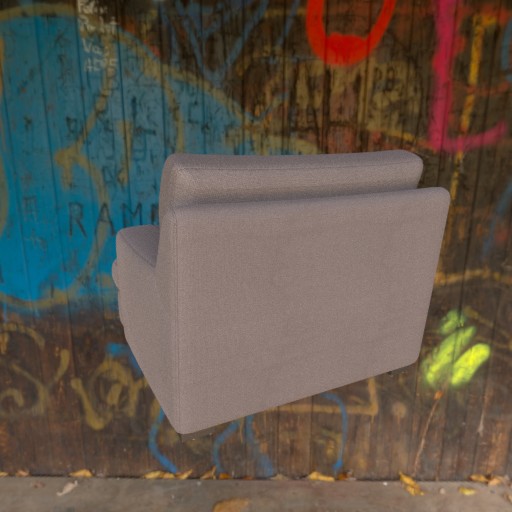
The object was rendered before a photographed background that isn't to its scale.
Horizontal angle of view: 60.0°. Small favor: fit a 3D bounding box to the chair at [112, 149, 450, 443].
[{"bbox_3d":[0.000,0.000,1.994,1.168,0.940,1.143,-8,17,-26],"label":"chair"}]
